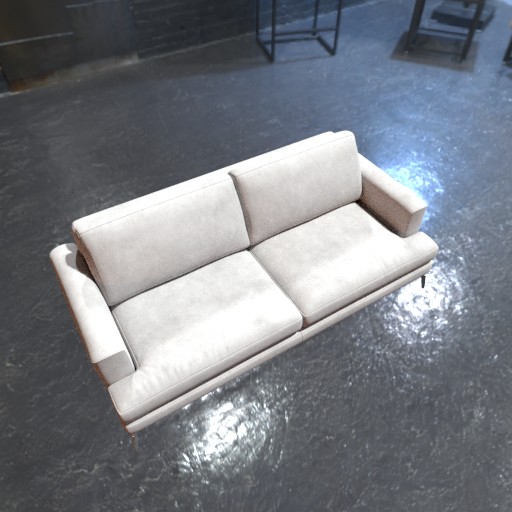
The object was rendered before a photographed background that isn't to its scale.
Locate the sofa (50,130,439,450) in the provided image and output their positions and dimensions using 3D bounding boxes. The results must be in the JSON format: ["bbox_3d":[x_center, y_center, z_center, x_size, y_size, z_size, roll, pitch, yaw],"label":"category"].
[{"bbox_3d":[0.000,0.000,2.527,2.013,0.830,0.980,-24,51,-21],"label":"sofa"}]
